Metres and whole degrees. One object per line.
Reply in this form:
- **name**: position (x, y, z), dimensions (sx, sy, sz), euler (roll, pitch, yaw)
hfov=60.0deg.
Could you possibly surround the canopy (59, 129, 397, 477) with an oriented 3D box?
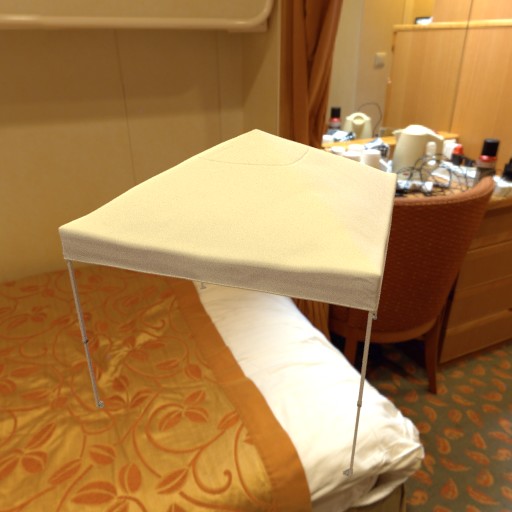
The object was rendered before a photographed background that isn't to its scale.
- **canopy**: position (0.000, 0.000, 5.367), dimensions (2.996, 2.997, 2.998), euler (8, 27, 16)
